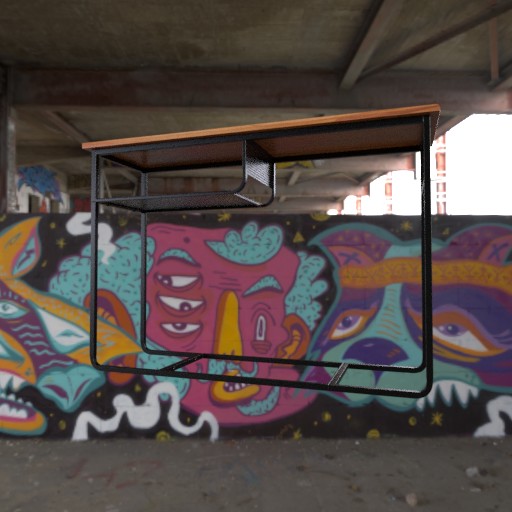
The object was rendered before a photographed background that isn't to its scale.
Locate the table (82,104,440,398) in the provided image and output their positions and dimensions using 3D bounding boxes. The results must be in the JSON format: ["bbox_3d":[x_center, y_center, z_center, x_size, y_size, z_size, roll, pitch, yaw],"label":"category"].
[{"bbox_3d":[0.000,0.000,1.449,1.100,0.750,0.350,-1,-2,19],"label":"table"}]
